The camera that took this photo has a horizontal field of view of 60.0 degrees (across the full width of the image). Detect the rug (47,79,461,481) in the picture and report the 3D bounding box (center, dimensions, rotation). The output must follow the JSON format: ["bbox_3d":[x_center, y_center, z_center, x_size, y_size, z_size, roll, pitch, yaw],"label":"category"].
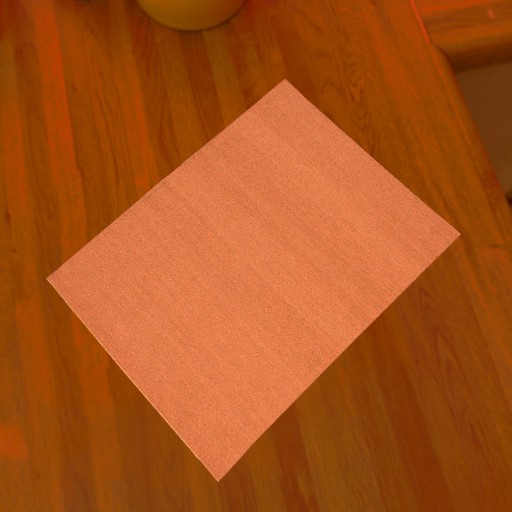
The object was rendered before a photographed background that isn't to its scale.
[{"bbox_3d":[0.000,0.000,4.256,3.202,0.045,2.434,-42,79,-10],"label":"rug"}]
